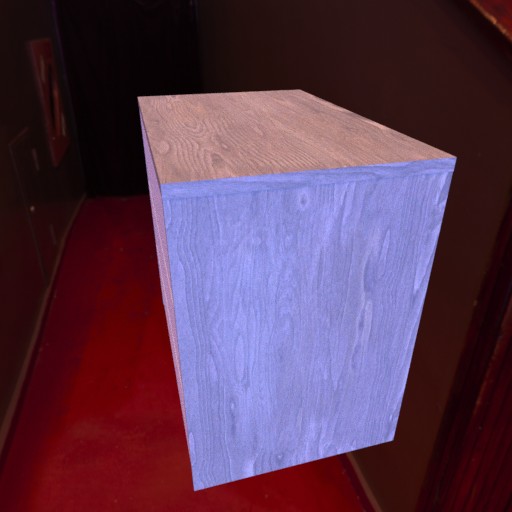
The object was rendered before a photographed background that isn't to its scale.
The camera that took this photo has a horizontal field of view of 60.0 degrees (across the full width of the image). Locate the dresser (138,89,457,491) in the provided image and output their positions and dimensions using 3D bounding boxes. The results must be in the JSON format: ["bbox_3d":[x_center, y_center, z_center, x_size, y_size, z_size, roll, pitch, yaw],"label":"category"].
[{"bbox_3d":[0.000,0.000,1.266,0.529,0.762,0.809,-8,30,-14],"label":"dresser"}]
